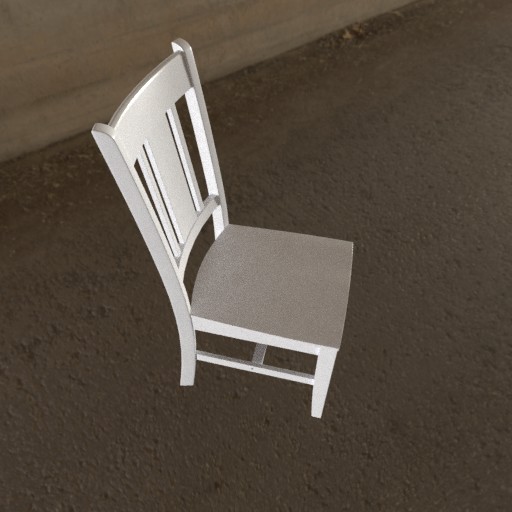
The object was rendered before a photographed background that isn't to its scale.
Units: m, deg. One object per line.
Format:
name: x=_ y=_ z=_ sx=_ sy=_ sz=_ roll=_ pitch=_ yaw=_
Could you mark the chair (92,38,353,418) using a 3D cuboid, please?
chair: x=0.000 y=0.000 z=1.276 sx=0.555 sy=0.998 sz=0.450 roll=10 pitch=47 yaw=9
